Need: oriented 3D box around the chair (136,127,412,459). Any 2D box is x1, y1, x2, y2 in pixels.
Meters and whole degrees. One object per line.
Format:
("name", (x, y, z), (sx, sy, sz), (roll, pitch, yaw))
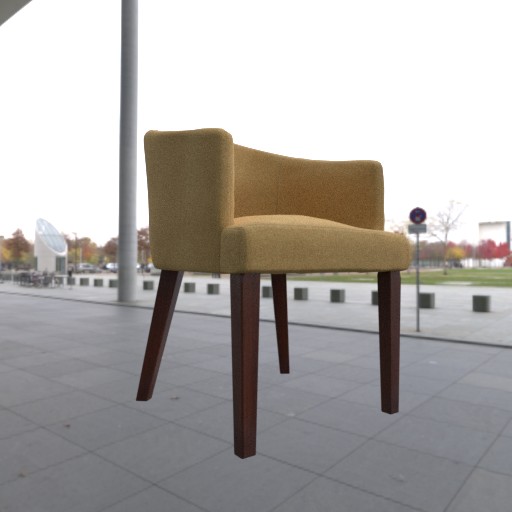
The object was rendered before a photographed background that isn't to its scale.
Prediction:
("chair", (0.000, 0.000, 1.254), (0.583, 0.811, 0.655), (1, -1, -36))
